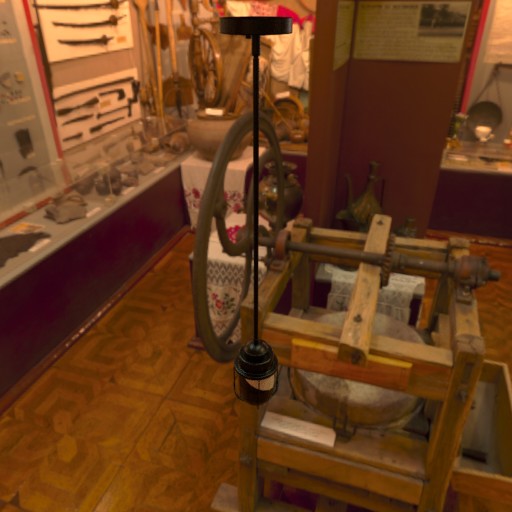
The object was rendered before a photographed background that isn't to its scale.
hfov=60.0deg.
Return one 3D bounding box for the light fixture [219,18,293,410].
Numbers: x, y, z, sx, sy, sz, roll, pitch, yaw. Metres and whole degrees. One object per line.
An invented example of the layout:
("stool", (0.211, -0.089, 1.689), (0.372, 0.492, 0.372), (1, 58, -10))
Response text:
("light fixture", (0.000, 0.000, 0.971), (0.123, 0.920, 0.123), (10, 32, 17))
